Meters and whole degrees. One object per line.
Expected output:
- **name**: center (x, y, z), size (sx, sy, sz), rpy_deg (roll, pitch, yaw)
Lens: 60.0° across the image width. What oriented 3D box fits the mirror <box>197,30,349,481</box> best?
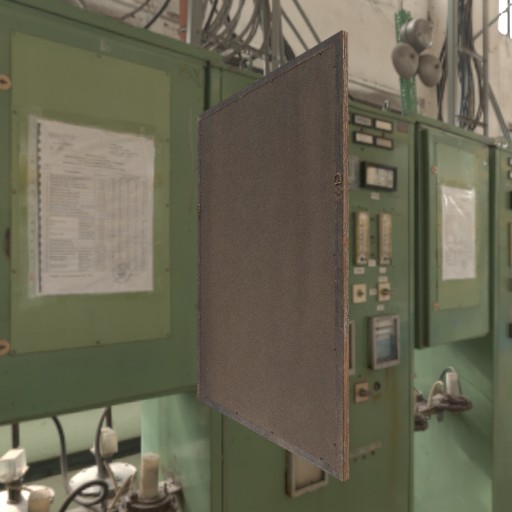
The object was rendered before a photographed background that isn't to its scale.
- **mirror**: center (0.000, 0.000, 1.272), size (0.025, 0.996, 0.705), rpy_deg (0, -1, -34)
